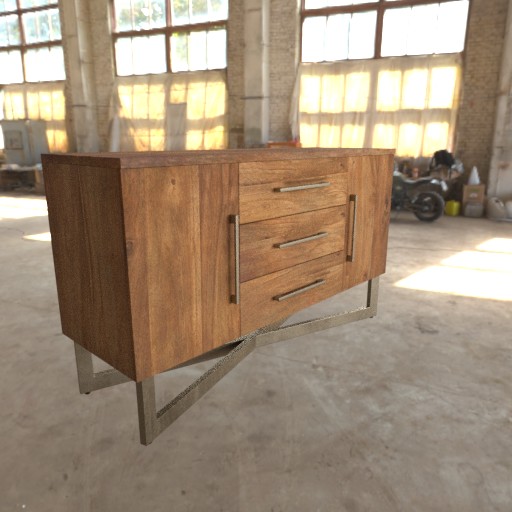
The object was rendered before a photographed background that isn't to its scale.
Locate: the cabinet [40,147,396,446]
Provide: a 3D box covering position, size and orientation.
[{"bbox_3d":[0.000,0.000,1.754,0.480,0.812,1.373,14,20,42],"label":"cabinet"}]
